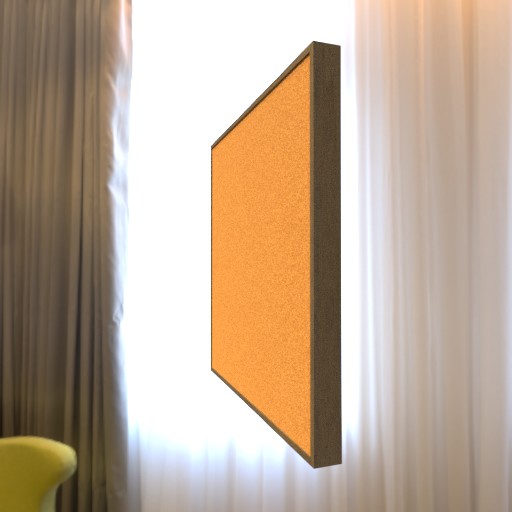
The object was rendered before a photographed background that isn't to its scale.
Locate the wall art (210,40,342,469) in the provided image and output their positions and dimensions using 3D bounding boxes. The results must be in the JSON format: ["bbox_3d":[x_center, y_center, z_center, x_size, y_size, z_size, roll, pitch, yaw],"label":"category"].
[{"bbox_3d":[0.000,0.000,0.769,0.037,0.507,0.507,0,-1,-20],"label":"wall art"}]
